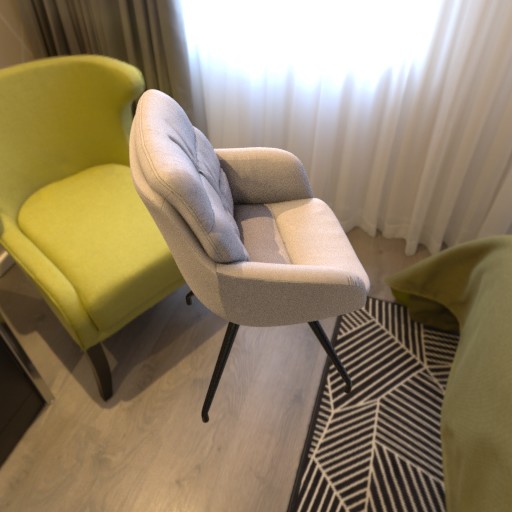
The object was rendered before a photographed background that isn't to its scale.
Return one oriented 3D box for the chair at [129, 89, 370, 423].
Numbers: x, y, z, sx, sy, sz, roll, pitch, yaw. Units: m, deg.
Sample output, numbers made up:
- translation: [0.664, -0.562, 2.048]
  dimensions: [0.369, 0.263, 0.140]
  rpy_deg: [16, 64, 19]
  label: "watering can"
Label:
- translation: [0.000, 0.000, 1.273]
  dimensions: [0.569, 0.888, 0.579]
  rpy_deg: [-9, 45, -9]
  label: "chair"
